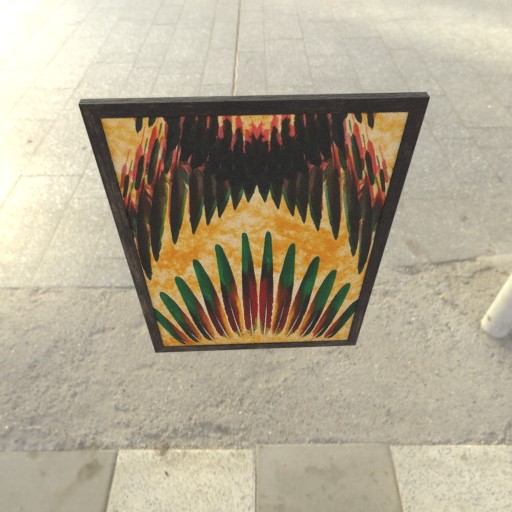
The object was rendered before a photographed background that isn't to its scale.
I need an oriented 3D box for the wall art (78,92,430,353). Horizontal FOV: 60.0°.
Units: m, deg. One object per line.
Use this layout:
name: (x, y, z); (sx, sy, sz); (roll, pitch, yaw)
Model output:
wall art: (0.000, 0.000, 1.418); (0.812, 1.066, 0.029); (-2, 46, -2)
